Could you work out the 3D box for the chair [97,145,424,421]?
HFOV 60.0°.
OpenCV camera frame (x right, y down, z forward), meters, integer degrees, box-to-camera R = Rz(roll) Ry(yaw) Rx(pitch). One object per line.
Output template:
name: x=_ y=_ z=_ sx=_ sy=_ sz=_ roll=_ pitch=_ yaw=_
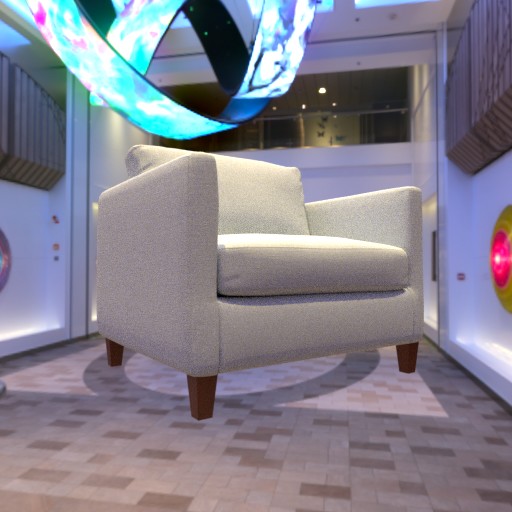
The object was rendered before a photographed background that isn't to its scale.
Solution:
chair: x=0.000 y=0.000 z=1.896 sx=1.107 sy=0.961 sz=0.953 roll=1 pitch=-1 yaw=-35
